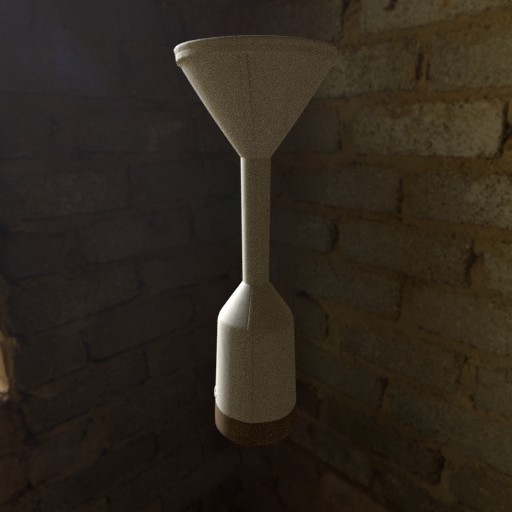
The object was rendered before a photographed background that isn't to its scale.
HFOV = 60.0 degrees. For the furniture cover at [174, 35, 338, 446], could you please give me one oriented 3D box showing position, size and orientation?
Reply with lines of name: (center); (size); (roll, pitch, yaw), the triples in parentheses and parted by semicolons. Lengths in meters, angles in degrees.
furniture cover: (0.000, 0.000, 2.840); (0.914, 2.413, 0.914); (2, 16, 8)
